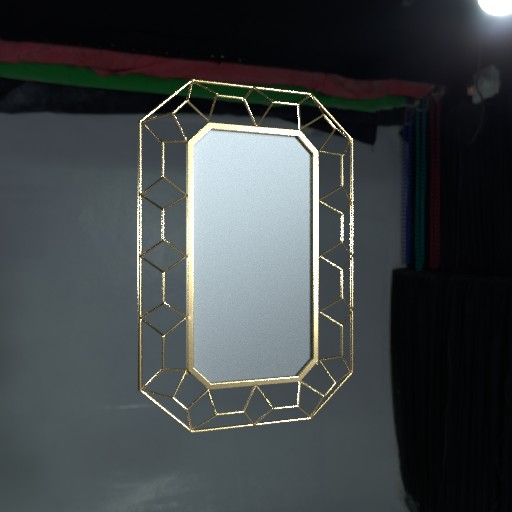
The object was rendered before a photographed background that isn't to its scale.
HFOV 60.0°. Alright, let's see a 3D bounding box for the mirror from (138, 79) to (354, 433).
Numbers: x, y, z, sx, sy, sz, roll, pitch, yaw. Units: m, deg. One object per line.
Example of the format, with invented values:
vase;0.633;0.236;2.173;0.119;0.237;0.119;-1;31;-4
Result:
mirror;0.000;0.000;1.114;0.572;0.870;0.051;0;0;-17
